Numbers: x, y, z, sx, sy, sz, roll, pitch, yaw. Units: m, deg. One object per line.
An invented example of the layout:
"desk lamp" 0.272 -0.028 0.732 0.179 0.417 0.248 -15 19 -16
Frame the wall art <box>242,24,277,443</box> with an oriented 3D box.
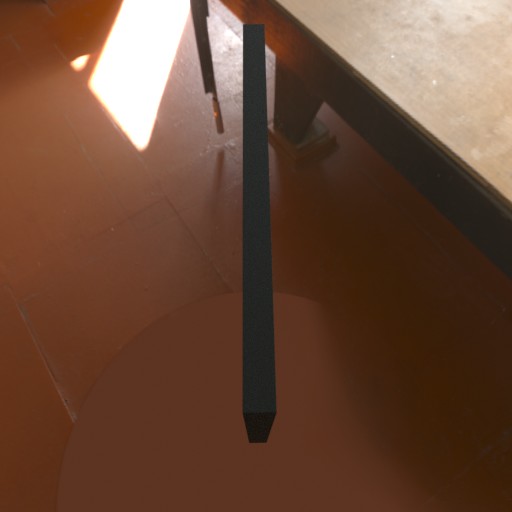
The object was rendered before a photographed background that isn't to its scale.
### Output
"wall art" 0.000 0.000 0.543 0.024 0.329 0.404 -1 64 0
